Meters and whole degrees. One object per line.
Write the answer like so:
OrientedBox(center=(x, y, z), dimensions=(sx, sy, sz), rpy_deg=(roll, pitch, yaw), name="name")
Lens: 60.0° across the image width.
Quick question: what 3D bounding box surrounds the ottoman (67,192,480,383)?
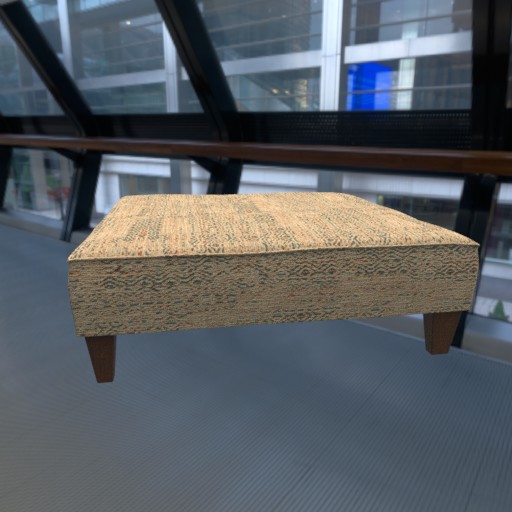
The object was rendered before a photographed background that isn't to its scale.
OrientedBox(center=(0.000, 0.000, 1.527), dimensions=(1.004, 0.356, 0.968), rpy_deg=(-3, 15, -9), name="ottoman")
